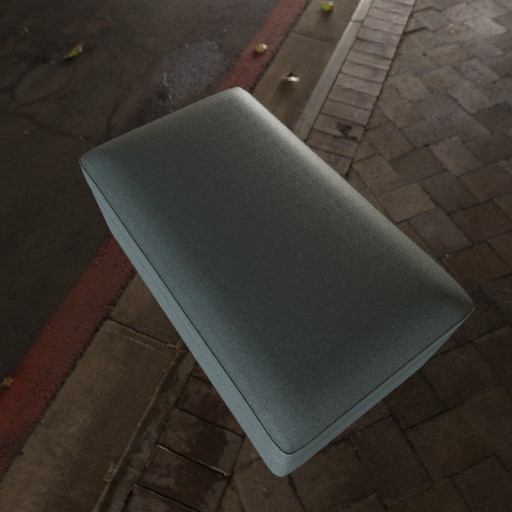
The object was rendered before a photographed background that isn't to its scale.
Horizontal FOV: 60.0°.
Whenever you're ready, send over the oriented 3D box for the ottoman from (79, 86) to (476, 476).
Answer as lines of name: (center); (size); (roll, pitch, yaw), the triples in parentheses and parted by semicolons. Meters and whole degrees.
ottoman: (0.000, 0.000, 1.509); (0.681, 0.494, 1.173); (-31, 62, -19)
